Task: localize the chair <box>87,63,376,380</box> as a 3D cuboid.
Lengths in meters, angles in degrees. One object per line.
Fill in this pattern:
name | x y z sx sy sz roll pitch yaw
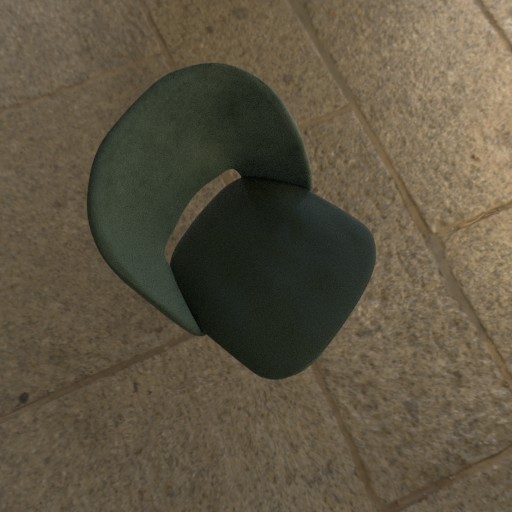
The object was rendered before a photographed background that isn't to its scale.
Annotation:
chair | 0.000 0.000 1.179 0.577 0.860 0.527 36 78 9
